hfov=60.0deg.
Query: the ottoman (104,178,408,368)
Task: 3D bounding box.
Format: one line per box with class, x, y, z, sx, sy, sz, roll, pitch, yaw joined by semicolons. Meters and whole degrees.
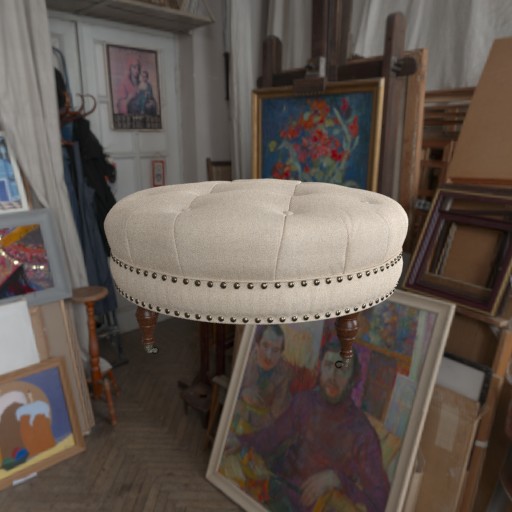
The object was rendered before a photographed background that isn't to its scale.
ottoman;0.000;0.000;1.462;0.940;0.483;0.940;0;15;0
